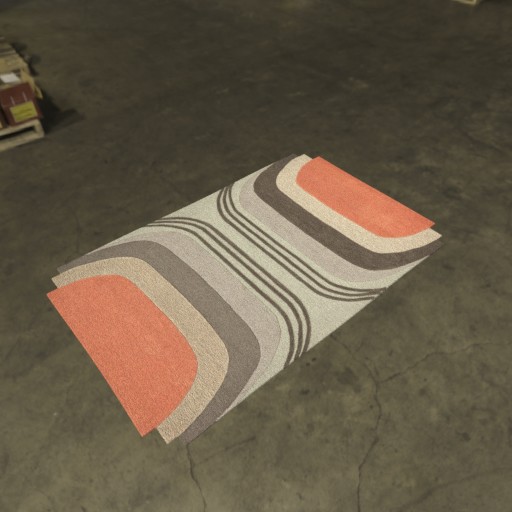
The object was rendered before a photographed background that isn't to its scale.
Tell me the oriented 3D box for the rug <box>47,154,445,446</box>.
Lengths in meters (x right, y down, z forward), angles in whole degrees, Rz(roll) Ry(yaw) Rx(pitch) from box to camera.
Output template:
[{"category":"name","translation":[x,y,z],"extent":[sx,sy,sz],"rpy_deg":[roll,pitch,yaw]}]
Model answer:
[{"category":"rug","translation":[0.000,0.000,3.017],"extent":[2.446,0.017,1.530],"rpy_deg":[-31,53,-27]}]
